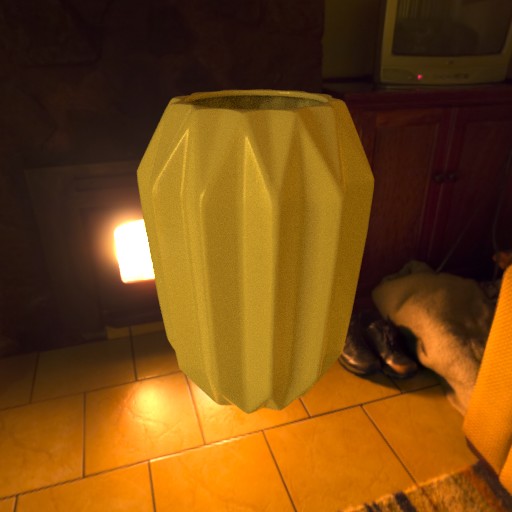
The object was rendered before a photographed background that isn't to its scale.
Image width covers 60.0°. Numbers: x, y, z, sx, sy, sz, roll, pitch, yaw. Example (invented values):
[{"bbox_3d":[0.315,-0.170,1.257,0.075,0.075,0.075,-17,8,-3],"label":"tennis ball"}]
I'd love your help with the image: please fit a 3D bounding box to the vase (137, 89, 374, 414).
[{"bbox_3d":[0.000,0.000,0.407,0.195,0.275,0.195,0,27,0],"label":"vase"}]
